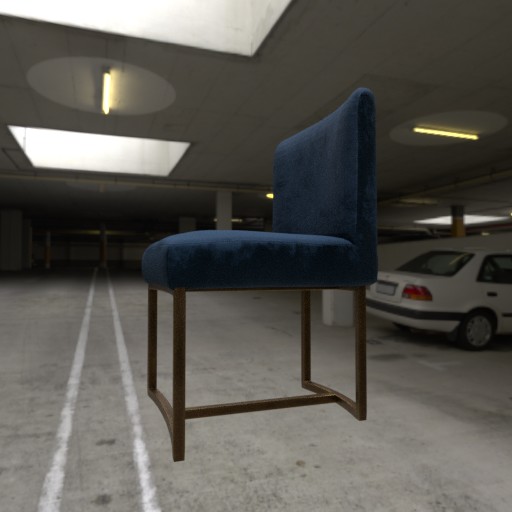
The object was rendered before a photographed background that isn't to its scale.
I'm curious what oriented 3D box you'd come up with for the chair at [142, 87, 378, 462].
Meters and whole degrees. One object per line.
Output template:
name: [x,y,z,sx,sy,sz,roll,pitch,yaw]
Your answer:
chair: [0.000,0.000,1.195,0.560,0.824,0.530,1,-2,-19]
